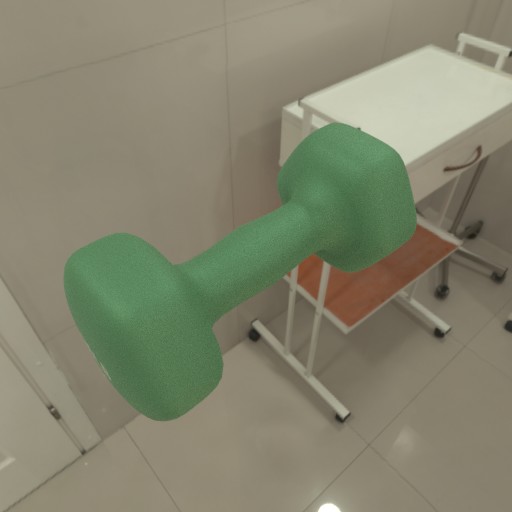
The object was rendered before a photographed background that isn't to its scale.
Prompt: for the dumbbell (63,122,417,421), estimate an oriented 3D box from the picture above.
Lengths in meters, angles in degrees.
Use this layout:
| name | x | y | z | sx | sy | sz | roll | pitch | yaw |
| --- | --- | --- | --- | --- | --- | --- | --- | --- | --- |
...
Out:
| name | x | y | z | sx | sy | sz | roll | pitch | yaw |
| --- | --- | --- | --- | --- | --- | --- | --- | --- | --- |
| dumbbell | 0.000 | 0.000 | 0.329 | 0.260 | 0.117 | 0.129 | -32 | 54 | -27 |
